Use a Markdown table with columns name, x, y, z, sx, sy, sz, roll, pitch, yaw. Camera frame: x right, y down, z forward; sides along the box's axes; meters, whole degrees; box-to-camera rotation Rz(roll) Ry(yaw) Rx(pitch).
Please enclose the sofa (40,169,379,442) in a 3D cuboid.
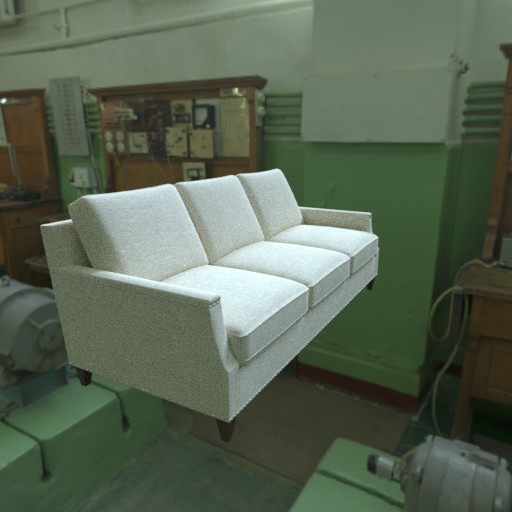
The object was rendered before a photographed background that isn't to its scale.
| name | x | y | z | sx | sy | sz | roll | pitch | yaw |
| --- | --- | --- | --- | --- | --- | --- | --- | --- | --- |
| sofa | 0.000 | 0.000 | 2.804 | 1.041 | 0.940 | 2.210 | 8 | 17 | 28 |
